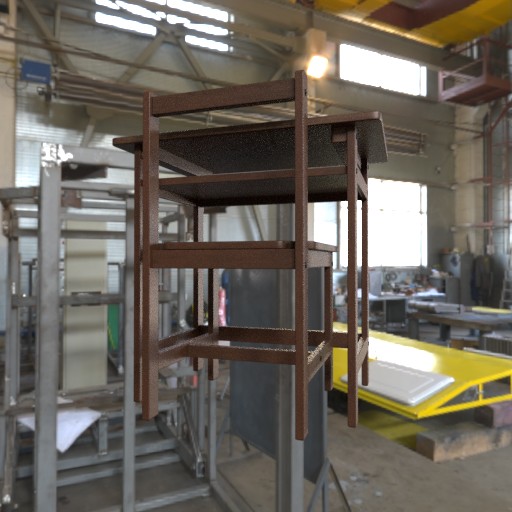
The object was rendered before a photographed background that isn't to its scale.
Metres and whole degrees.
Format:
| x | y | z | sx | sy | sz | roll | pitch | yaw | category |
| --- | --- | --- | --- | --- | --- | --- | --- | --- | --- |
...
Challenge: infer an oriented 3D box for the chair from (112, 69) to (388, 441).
| x | y | z | sx | sy | sz | roll | pitch | yaw | category |
| --- | --- | --- | --- | --- | --- | --- | --- | --- | --- |
| 0.000 | 0.000 | 1.072 | 0.599 | 0.673 | 0.463 | 0 | -1 | 18 | chair |
